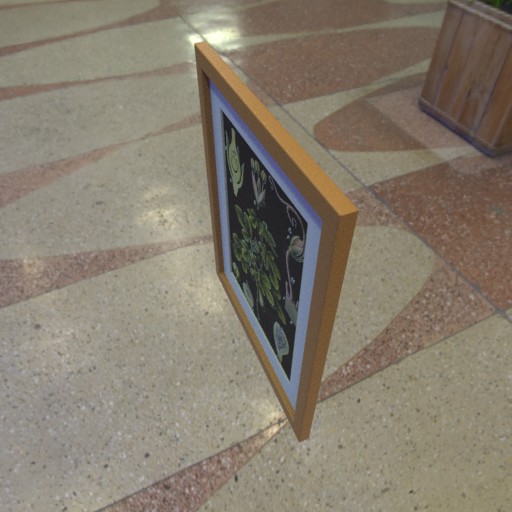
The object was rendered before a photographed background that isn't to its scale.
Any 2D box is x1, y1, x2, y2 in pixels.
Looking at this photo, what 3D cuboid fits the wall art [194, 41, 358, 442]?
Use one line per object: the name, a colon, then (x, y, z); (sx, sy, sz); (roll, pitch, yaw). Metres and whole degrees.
wall art: (0.000, 0.000, 0.762); (0.022, 0.553, 0.452); (-17, 49, -16)
